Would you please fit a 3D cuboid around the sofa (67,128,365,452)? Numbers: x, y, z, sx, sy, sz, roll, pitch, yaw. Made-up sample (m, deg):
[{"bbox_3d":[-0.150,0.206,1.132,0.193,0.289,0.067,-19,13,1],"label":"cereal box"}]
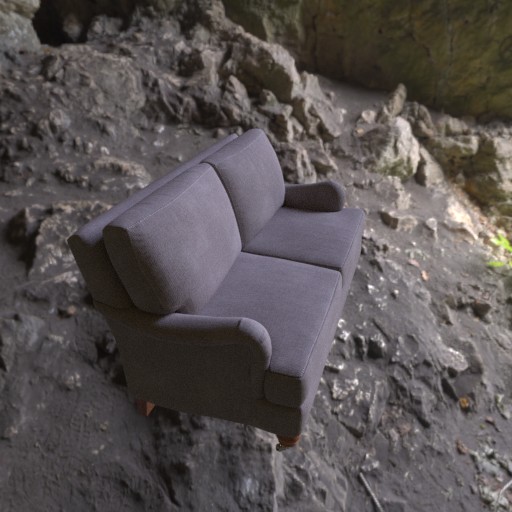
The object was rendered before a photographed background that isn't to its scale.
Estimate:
[{"bbox_3d":[0.000,0.000,2.646,1.084,1.101,1.853,10,31,17],"label":"sofa"}]
